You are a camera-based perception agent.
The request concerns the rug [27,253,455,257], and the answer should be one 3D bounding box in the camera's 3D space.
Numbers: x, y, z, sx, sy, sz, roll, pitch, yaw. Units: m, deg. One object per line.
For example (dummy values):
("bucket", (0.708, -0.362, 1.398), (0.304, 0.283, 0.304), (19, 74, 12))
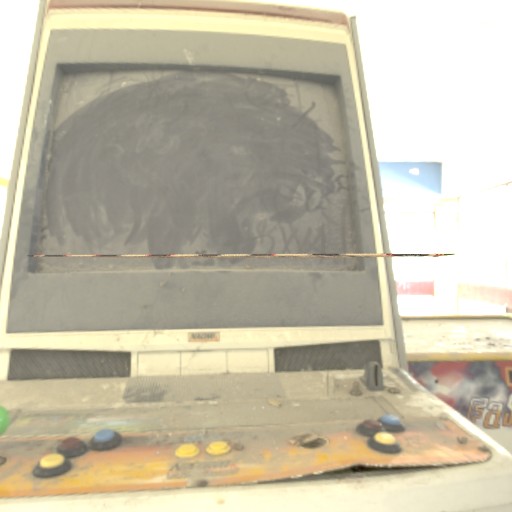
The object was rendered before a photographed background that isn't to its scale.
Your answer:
("rug", (0.000, 0.000, 2.925), (2.311, 0.010, 1.522), (0, -1, 20))
